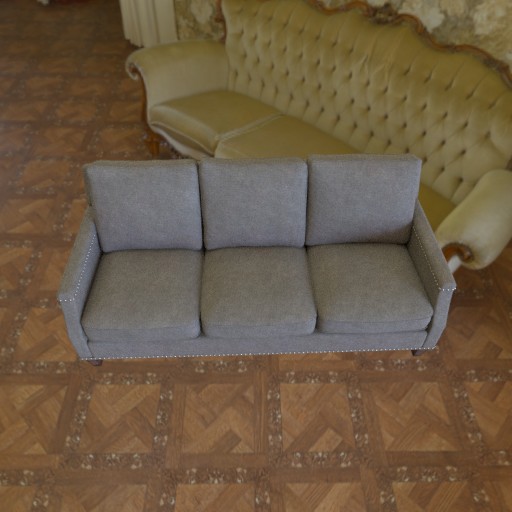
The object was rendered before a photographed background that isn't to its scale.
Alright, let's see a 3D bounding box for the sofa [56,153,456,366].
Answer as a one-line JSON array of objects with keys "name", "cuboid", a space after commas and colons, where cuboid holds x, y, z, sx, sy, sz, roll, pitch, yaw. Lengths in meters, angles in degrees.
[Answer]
[{"name": "sofa", "cuboid": [0.000, 0.000, 2.822, 2.226, 1.042, 1.034, -1, 46, -1]}]
